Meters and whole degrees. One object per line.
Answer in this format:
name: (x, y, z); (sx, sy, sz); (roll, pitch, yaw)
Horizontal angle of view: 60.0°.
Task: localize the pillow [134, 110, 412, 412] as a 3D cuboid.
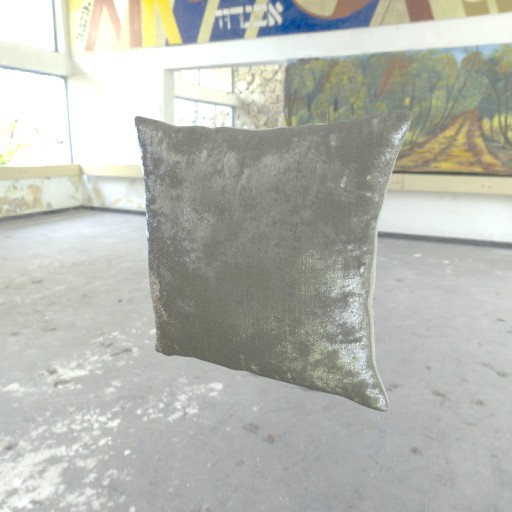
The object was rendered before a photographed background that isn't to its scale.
pillow: (0.000, 0.000, 0.750); (0.470, 0.464, 0.175); (6, 15, 25)
